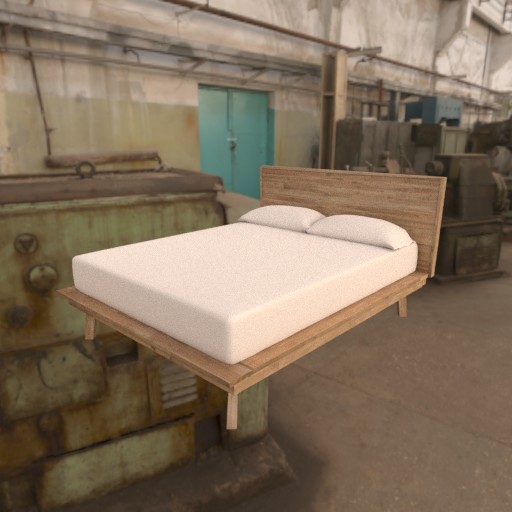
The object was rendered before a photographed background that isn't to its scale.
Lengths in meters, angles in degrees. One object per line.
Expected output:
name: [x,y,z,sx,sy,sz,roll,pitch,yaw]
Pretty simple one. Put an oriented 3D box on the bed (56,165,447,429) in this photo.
bed: [0.000,0.000,3.143,1.759,1.071,2.145,14,21,41]
